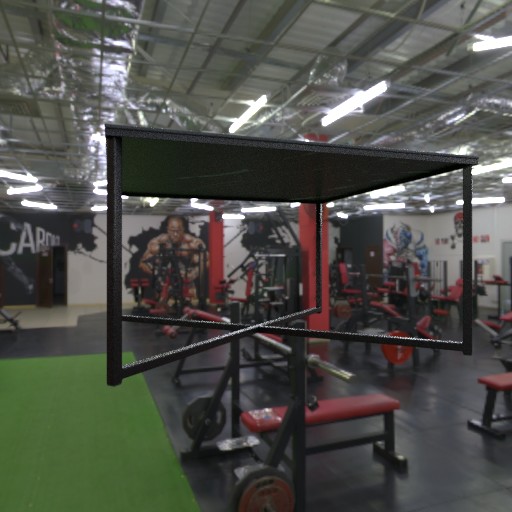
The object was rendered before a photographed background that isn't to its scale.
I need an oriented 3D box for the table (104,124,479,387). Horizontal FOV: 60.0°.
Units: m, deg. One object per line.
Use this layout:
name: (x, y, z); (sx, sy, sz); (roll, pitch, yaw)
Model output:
table: (0.000, 0.000, 1.256); (0.800, 0.450, 0.800); (0, 0, -18)
